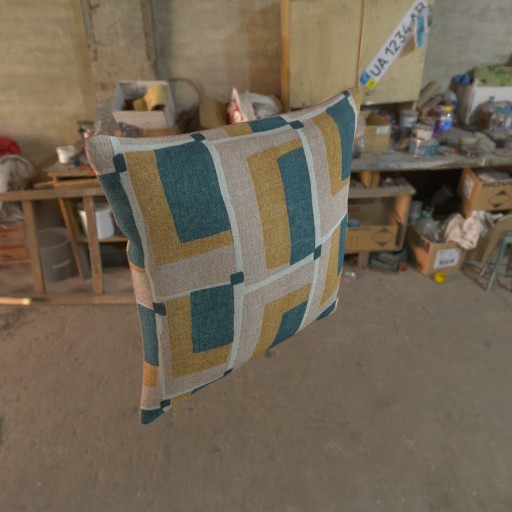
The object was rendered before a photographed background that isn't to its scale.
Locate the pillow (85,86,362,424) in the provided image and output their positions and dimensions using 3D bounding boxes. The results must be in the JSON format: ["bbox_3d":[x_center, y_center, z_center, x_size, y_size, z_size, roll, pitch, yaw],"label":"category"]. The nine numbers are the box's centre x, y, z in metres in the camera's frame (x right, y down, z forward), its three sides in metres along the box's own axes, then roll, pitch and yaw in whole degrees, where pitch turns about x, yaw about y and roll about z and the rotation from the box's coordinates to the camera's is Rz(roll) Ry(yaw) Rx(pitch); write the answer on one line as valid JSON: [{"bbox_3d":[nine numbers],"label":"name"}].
[{"bbox_3d":[0.000,0.000,0.734,0.478,0.479,0.158,-23,38,-33],"label":"pillow"}]
